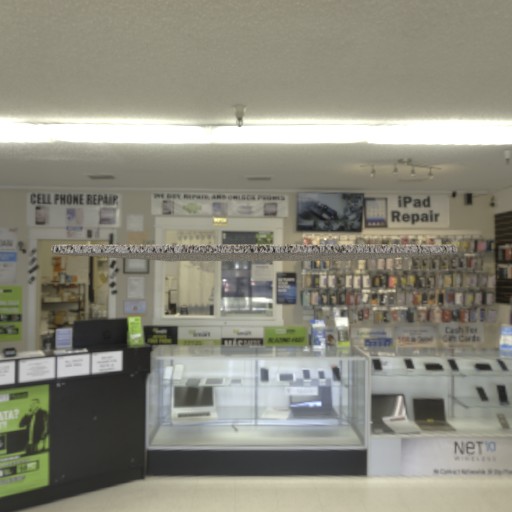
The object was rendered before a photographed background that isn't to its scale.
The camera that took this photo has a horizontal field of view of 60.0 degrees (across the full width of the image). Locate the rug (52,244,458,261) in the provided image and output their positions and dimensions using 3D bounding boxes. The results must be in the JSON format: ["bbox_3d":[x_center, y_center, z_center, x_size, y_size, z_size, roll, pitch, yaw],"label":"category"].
[{"bbox_3d":[0.000,0.000,2.205,1.219,0.030,1.778,0,-1,0],"label":"rug"}]
